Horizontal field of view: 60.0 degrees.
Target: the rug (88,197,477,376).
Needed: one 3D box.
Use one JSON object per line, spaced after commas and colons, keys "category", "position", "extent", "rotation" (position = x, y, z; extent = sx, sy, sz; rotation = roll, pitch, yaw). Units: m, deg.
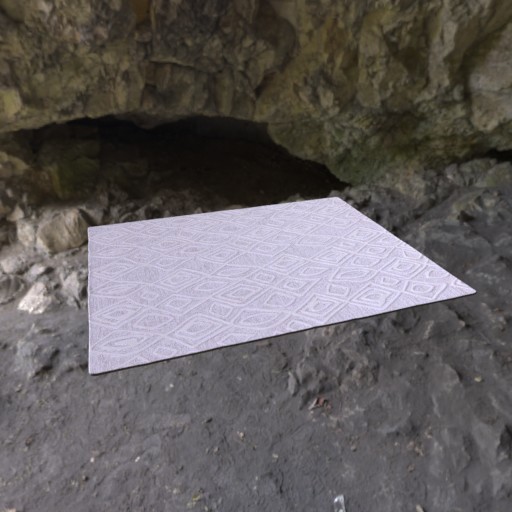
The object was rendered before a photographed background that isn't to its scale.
{"category": "rug", "position": [0.000, 0.000, 4.241], "extent": [3.049, 0.025, 2.449], "rotation": [-9, 29, -17]}
